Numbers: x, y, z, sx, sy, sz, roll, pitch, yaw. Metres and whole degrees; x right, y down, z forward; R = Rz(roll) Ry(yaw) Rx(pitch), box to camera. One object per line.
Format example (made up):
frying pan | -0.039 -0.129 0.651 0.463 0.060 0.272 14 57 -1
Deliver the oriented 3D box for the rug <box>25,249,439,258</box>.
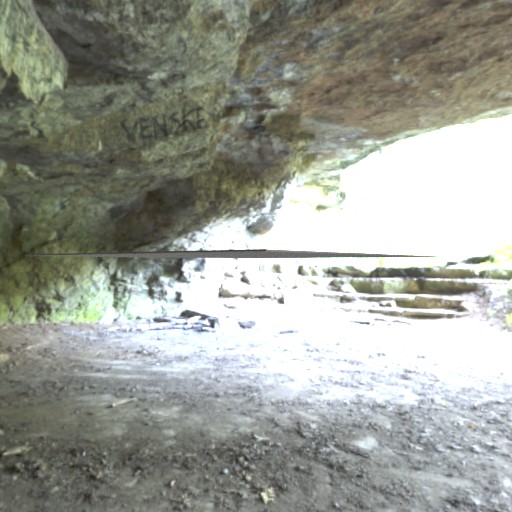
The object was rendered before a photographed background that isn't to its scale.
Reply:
rug | 0.000 0.000 3.482 2.073 0.011 2.584 -1 -1 37
